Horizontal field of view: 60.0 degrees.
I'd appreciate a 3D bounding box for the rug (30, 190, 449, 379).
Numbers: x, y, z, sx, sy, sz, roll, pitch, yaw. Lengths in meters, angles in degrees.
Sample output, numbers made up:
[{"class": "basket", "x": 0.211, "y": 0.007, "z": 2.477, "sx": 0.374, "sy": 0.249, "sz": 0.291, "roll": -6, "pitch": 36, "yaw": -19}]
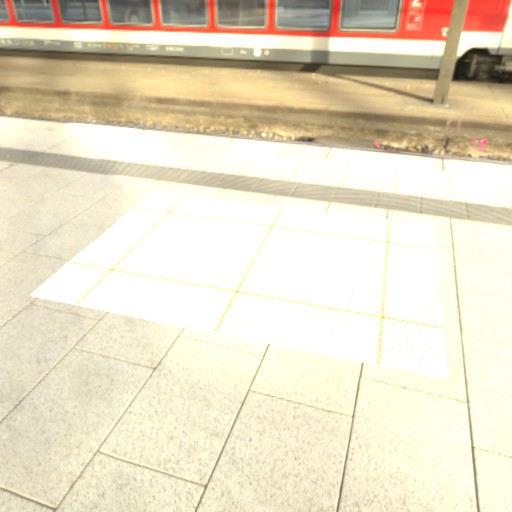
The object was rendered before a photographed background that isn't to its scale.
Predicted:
[{"class": "rug", "x": 0.000, "y": 0.000, "z": 2.335, "sx": 1.825, "sy": 0.015, "sz": 1.232, "roll": 9, "pitch": 33, "yaw": 14}]
